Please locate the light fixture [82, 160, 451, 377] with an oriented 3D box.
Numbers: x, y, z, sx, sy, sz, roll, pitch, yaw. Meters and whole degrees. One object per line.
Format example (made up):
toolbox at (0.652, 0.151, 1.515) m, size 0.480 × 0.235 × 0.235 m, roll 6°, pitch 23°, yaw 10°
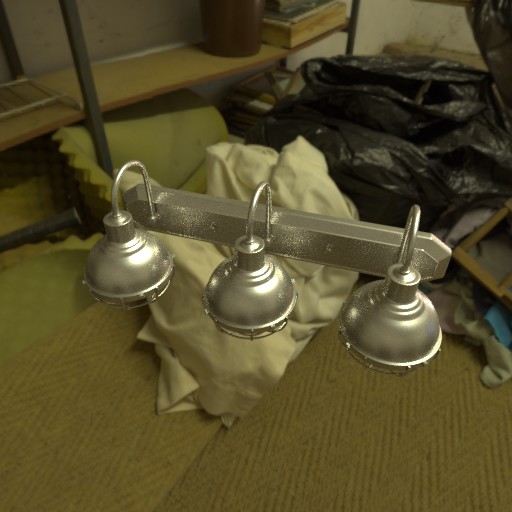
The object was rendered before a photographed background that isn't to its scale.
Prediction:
light fixture at (0.000, 0.000, 0.755) m, size 0.634 × 0.254 × 0.229 m, roll 11°, pitch 41°, yaw 13°
